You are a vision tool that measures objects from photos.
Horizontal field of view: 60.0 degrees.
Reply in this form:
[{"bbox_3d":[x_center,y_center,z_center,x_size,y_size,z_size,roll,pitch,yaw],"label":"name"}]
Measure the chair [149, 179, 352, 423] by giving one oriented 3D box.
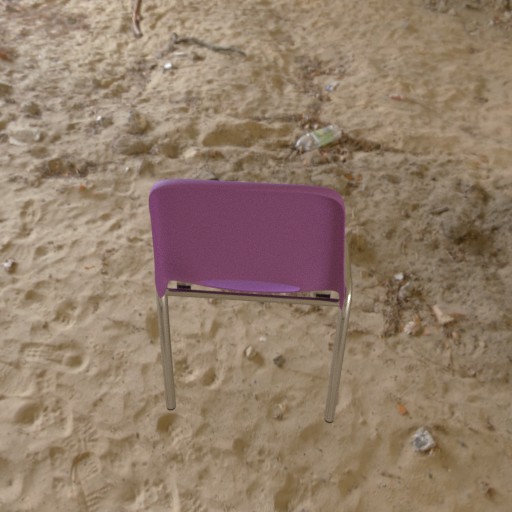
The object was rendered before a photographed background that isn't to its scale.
[{"bbox_3d":[0.000,0.000,0.687,0.291,0.493,0.301,3,47,3],"label":"chair"}]
